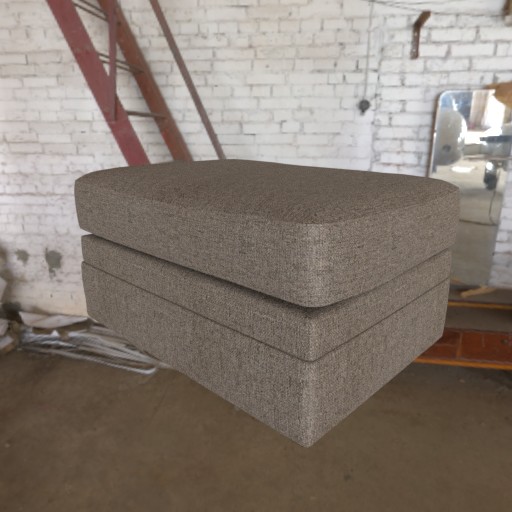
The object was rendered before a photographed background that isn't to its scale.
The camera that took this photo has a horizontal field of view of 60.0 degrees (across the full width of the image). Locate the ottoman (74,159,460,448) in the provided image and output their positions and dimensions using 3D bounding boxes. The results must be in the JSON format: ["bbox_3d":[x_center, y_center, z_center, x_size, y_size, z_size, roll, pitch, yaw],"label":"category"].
[{"bbox_3d":[0.000,0.000,1.221,0.885,0.478,0.637,15,23,41],"label":"ottoman"}]
